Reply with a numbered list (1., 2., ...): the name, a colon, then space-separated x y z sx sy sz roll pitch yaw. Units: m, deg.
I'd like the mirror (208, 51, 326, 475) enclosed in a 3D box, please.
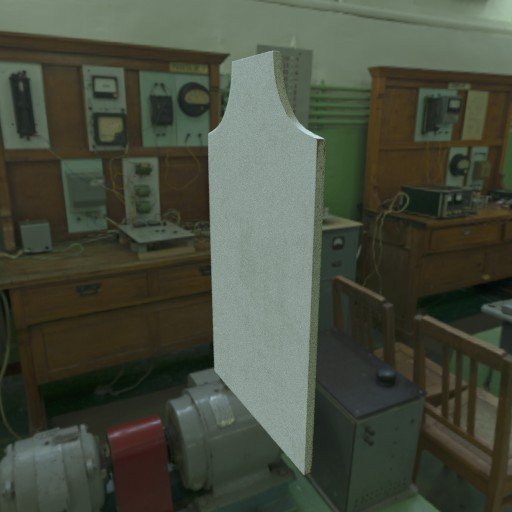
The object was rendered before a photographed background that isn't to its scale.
1. mirror: 0.000 0.000 0.869 0.022 0.717 0.403 -9 19 -27
